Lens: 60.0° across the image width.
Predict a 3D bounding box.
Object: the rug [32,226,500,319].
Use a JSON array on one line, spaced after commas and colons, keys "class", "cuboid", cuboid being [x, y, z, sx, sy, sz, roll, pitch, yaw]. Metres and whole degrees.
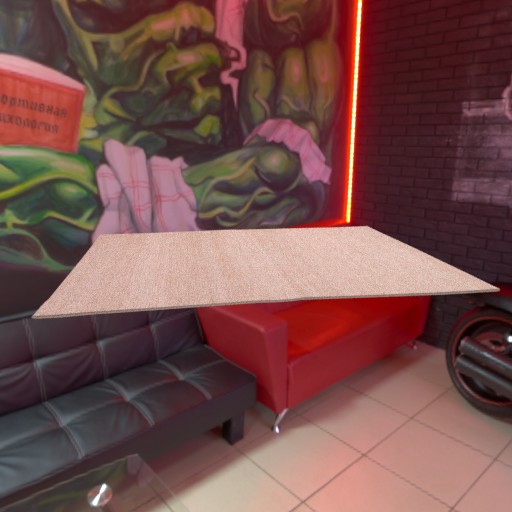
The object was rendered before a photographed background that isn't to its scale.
[{"class": "rug", "cuboid": [0.000, 0.000, 4.111, 3.202, 0.045, 2.434, -2, 15, -9]}]
